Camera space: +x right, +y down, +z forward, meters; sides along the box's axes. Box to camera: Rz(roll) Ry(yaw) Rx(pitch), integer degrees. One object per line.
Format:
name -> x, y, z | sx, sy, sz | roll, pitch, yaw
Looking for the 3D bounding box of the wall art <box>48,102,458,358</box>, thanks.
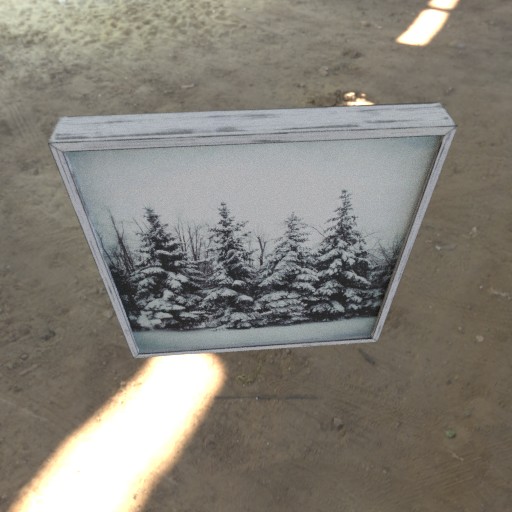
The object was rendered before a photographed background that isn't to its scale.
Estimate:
wall art -> 0.000, 0.000, 0.450 | 0.303, 0.303, 0.036 | -3, 47, -3
